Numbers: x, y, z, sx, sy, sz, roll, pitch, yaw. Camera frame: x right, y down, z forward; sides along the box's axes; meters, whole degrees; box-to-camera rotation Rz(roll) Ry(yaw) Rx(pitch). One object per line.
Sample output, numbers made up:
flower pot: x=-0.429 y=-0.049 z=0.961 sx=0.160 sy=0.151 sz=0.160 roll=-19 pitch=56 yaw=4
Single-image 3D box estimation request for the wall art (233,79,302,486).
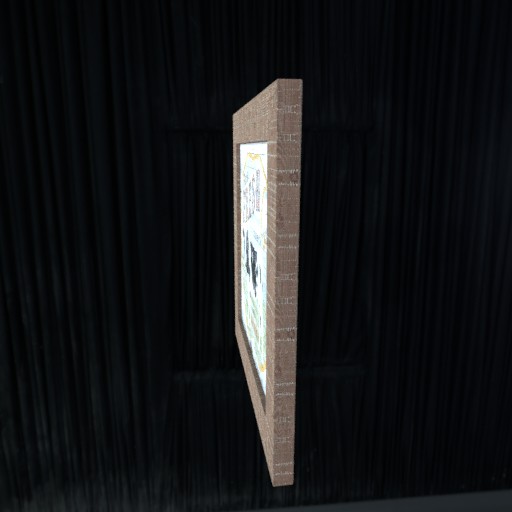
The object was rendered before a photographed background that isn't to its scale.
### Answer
wall art: x=0.000 y=0.000 z=0.810 sx=0.029 sy=0.531 sz=0.531 roll=-2 pitch=14 yaw=-8
